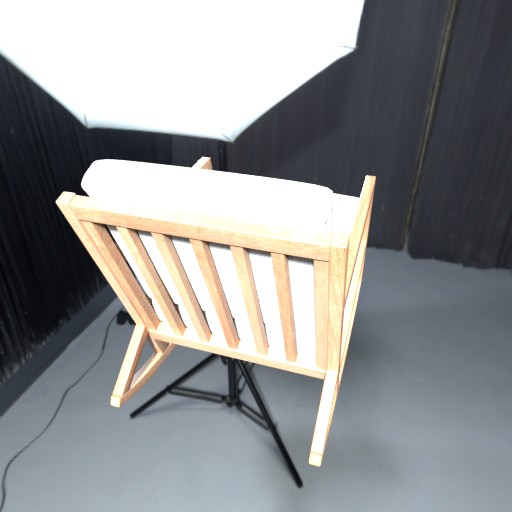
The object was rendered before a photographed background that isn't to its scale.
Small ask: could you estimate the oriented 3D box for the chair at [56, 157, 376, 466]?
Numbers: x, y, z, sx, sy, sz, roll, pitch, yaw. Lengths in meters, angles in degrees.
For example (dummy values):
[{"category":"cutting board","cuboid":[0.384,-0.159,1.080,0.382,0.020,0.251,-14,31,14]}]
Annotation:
[{"category":"chair","cuboid":[0.000,0.000,1.381,0.622,0.790,0.857,10,33,16]}]
